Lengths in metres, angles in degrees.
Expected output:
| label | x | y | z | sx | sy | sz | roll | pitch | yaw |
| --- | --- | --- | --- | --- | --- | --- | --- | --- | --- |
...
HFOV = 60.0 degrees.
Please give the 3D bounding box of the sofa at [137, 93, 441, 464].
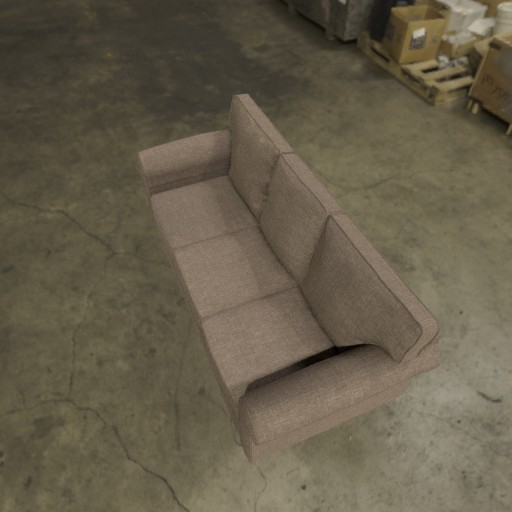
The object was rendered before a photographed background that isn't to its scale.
| label | x | y | z | sx | sy | sz | roll | pitch | yaw |
| --- | --- | --- | --- | --- | --- | --- | --- | --- | --- |
| sofa | 0.000 | 0.000 | 2.584 | 0.916 | 0.961 | 2.084 | -18 | 50 | -15 |
